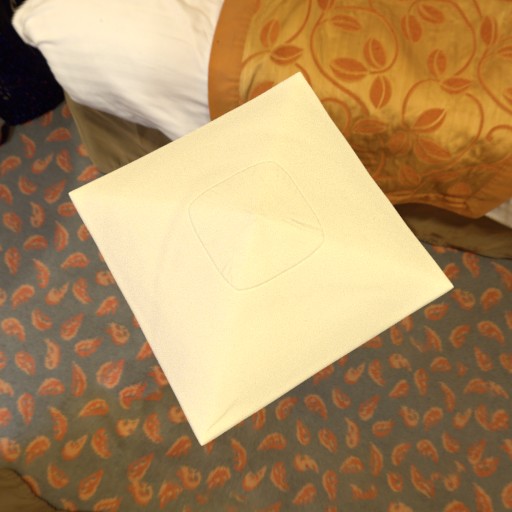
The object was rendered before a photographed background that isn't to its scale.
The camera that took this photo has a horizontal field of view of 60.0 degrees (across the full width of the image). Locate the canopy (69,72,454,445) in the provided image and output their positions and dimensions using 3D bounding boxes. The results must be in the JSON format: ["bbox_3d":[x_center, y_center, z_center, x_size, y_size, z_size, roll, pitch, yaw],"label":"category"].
[{"bbox_3d":[0.000,0.000,5.394,2.998,2.997,2.996,-30,78,-7],"label":"canopy"}]
